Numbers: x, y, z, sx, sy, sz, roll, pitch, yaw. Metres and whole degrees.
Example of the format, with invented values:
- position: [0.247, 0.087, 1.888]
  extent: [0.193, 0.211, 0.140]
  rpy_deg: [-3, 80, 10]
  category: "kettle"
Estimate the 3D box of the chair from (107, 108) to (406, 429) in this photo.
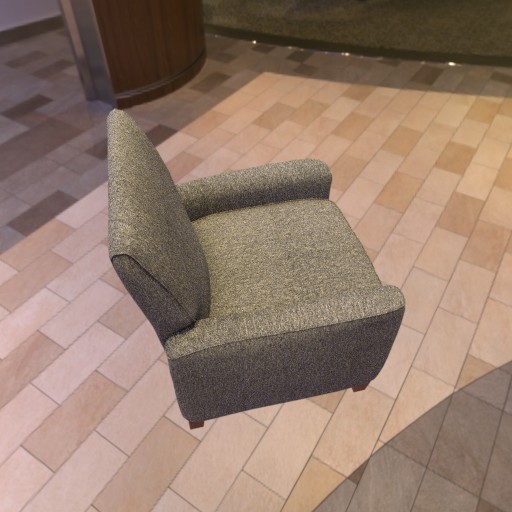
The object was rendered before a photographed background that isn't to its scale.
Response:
- position: [0.000, 0.000, 1.637]
  extent: [0.864, 1.014, 0.848]
  rpy_deg: [-10, 48, -9]
  category: "chair"
